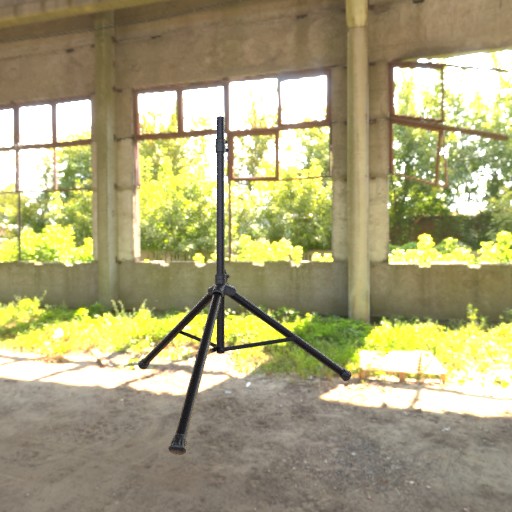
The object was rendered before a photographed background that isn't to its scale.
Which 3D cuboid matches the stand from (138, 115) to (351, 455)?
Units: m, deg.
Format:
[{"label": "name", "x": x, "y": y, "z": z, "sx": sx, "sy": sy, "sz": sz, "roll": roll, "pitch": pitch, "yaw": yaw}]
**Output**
[{"label": "stand", "x": 0.000, "y": 0.000, "z": 1.865, "sx": 0.907, "sy": 1.136, "sz": 1.045, "roll": 0, "pitch": 1, "yaw": -18}]
